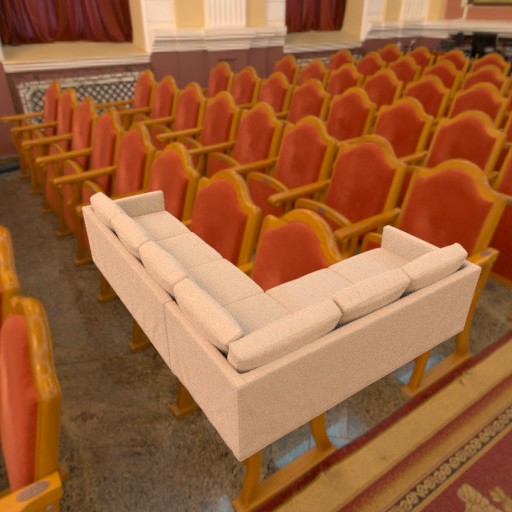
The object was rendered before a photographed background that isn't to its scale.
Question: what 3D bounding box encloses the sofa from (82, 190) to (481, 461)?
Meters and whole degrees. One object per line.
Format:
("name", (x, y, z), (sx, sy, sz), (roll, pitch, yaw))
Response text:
("sofa", (0.000, 0.000, 4.373), (2.432, 0.871, 3.182), (-18, 34, -29))
